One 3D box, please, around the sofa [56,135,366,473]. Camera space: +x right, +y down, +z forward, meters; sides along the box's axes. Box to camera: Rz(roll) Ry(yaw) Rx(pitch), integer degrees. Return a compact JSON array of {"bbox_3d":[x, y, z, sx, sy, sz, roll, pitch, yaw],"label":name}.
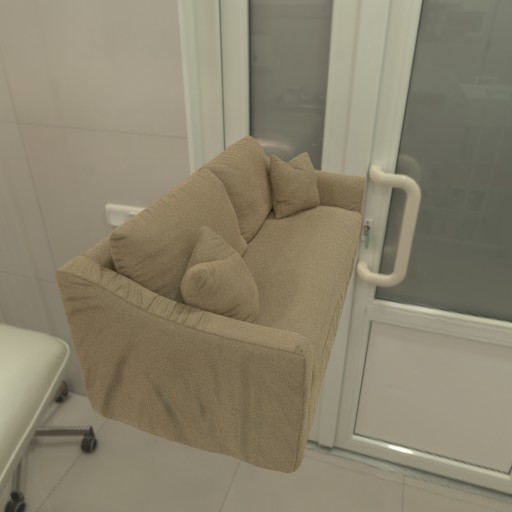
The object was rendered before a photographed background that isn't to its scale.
[{"bbox_3d":[0.000,0.000,2.610,1.072,1.018,2.010,9,31,16],"label":"sofa"}]
